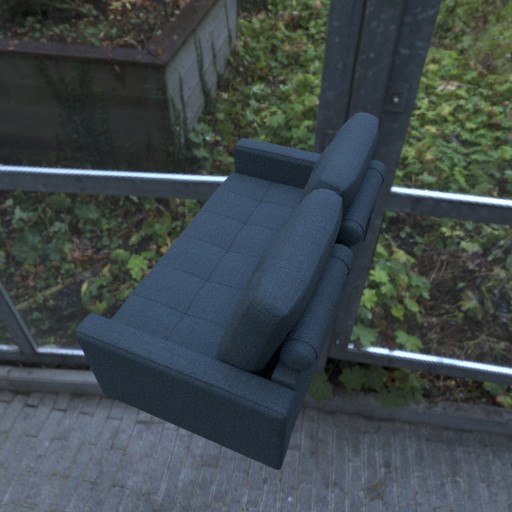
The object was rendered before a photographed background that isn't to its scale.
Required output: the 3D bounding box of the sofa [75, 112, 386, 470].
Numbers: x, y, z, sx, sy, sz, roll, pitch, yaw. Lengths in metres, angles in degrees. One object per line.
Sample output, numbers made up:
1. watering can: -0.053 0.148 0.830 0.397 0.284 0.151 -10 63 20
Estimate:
1. sofa: 0.000 0.000 1.940 0.842 0.907 1.407 17 47 16
